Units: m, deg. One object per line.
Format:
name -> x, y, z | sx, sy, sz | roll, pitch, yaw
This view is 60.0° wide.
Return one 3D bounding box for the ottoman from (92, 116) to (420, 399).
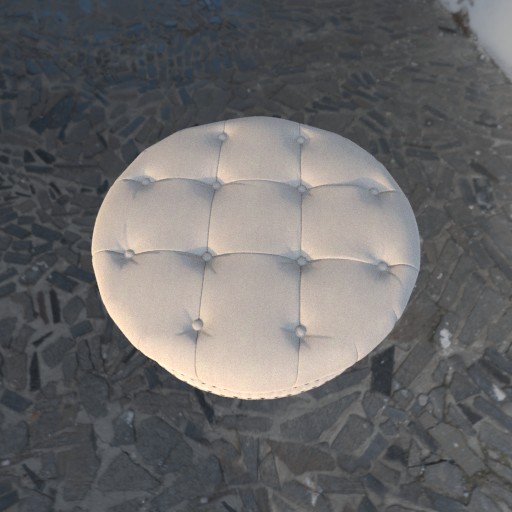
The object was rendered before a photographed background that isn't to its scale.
ottoman -> 0.000, 0.000, 1.365 | 0.901, 0.439, 0.901 | 0, 59, 0
